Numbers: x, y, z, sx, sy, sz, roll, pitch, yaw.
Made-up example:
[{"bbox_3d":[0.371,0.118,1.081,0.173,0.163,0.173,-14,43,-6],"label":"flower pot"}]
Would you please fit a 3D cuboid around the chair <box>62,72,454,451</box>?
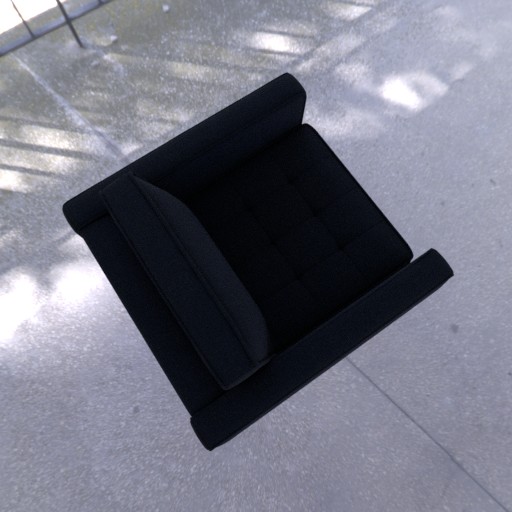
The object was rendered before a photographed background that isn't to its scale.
[{"bbox_3d":[0.000,0.000,1.568,0.920,0.770,0.899,-33,77,-9],"label":"chair"}]
